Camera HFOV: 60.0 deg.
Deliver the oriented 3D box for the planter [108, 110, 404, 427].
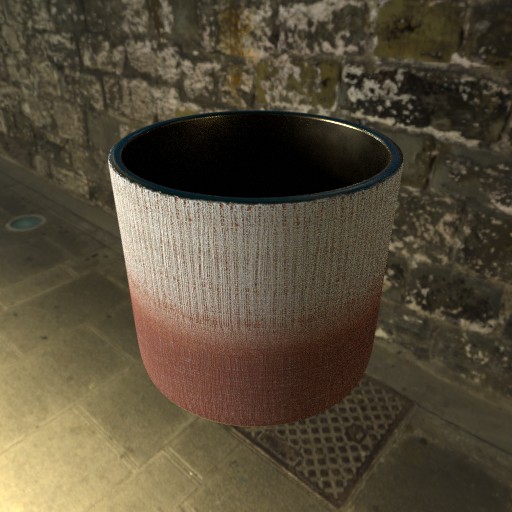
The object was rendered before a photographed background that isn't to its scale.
[{"bbox_3d":[0.000,0.000,0.388,0.221,0.201,0.221,0,31,0],"label":"planter"}]
